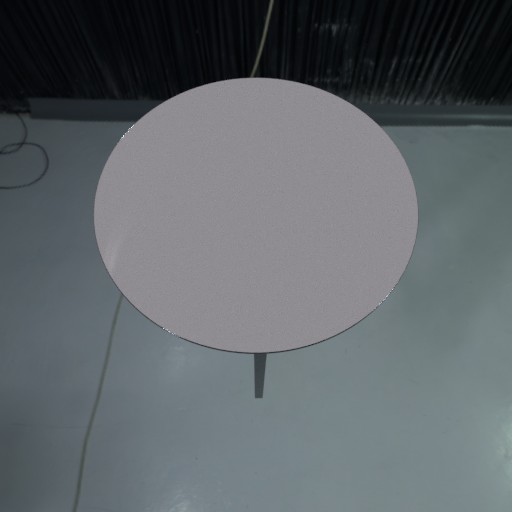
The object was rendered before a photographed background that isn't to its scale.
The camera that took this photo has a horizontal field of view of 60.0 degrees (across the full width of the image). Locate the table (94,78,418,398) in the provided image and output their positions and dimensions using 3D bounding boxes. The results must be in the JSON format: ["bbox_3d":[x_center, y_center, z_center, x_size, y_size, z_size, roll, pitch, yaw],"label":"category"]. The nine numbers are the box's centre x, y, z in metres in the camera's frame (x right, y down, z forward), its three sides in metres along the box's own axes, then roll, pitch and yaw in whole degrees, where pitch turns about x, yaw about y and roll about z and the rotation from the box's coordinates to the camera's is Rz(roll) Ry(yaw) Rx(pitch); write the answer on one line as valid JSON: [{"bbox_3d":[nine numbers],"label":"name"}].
[{"bbox_3d":[0.000,0.000,0.887,0.499,0.443,0.499,0,64,0],"label":"table"}]
